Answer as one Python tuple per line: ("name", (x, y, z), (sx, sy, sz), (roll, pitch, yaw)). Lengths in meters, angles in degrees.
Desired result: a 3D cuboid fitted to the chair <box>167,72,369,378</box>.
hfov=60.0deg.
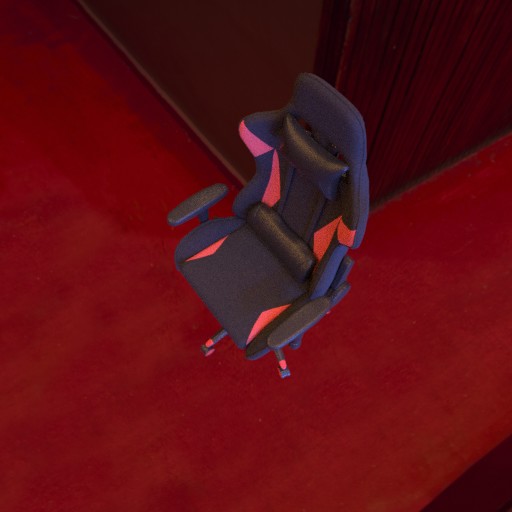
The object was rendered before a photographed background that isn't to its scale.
("chair", (0.000, 0.000, 1.693), (0.658, 1.326, 0.695), (-35, 68, -16))
